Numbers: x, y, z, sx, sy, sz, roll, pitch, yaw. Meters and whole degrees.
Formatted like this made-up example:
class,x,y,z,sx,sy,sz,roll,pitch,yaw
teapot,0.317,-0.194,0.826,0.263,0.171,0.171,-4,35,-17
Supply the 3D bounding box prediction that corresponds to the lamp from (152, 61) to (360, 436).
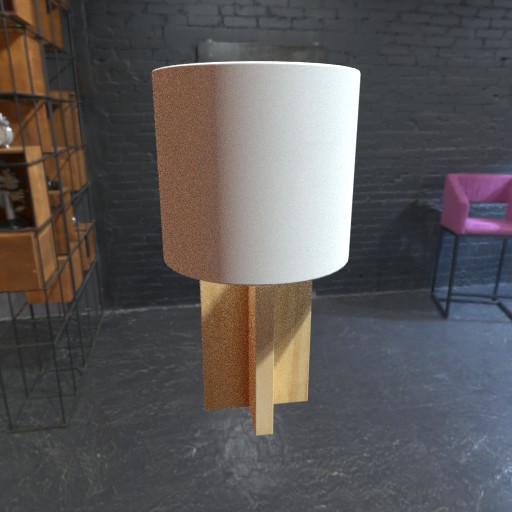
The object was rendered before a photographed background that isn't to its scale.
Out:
class,x,y,z,sx,sy,sz,roll,pitch,yaw
lamp,0.000,0.000,0.560,0.229,0.428,0.229,-2,18,-8
